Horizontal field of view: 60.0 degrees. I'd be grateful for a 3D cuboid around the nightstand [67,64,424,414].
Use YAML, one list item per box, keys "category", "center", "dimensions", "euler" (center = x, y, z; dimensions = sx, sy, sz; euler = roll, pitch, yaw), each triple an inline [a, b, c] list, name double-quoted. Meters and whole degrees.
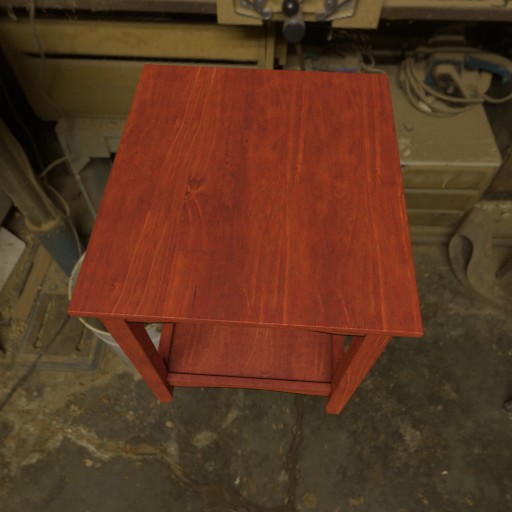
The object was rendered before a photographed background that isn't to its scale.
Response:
- category: "nightstand"
  center: [0.000, 0.000, 1.000]
  dimensions: [0.501, 0.558, 0.558]
  euler: [3, 59, 2]
